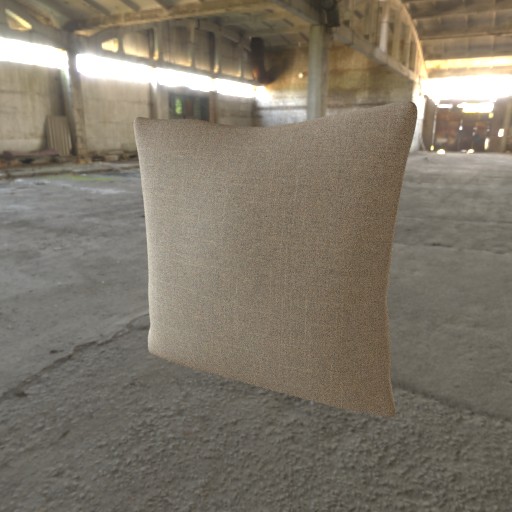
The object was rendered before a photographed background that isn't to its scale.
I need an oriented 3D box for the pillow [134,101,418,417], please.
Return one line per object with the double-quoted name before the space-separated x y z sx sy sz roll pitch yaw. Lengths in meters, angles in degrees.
"pillow" 0.000 0.000 0.870 0.578 0.558 0.192 8 17 26
